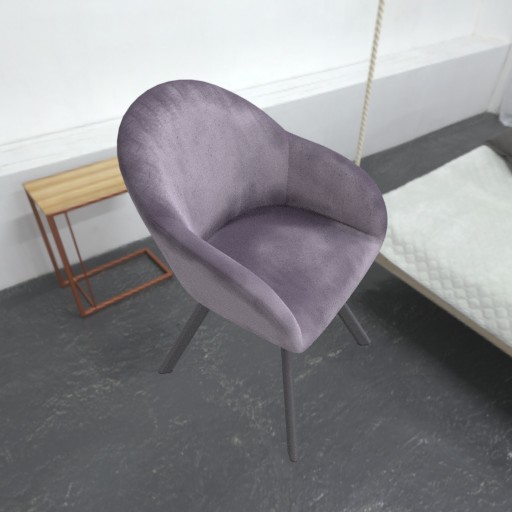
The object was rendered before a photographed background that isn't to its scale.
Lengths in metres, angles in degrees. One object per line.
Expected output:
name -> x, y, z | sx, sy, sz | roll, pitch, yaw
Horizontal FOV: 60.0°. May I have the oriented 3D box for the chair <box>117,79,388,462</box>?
chair -> 0.000, 0.000, 1.180 | 0.590, 0.795, 0.550 | 24, 46, 26
